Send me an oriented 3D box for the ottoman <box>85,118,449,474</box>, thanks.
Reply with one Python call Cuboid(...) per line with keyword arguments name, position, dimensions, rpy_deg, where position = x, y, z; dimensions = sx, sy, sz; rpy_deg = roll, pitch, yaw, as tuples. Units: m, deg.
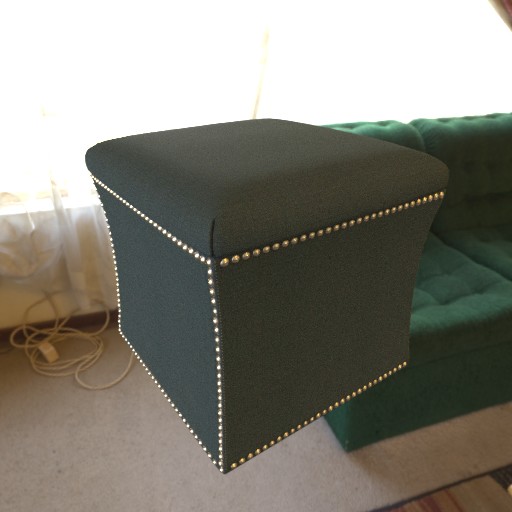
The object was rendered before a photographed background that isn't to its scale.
Cuboid(name="ottoman", position=(0.000, 0.000, 0.896), dimensions=(0.497, 0.475, 0.507), rpy_deg=(-17, 31, -31))
